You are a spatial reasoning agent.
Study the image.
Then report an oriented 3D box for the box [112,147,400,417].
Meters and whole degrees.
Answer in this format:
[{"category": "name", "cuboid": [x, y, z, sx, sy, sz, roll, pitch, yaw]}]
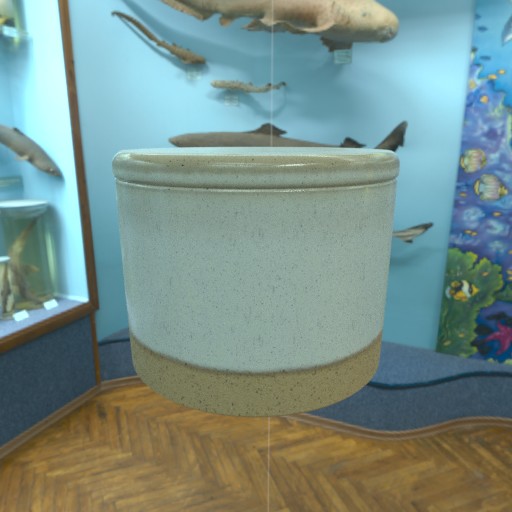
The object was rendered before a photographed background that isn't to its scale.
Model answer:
[{"category": "box", "cuboid": [0.000, 0.000, 0.262, 0.154, 0.123, 0.154, 0, 15, 0]}]
